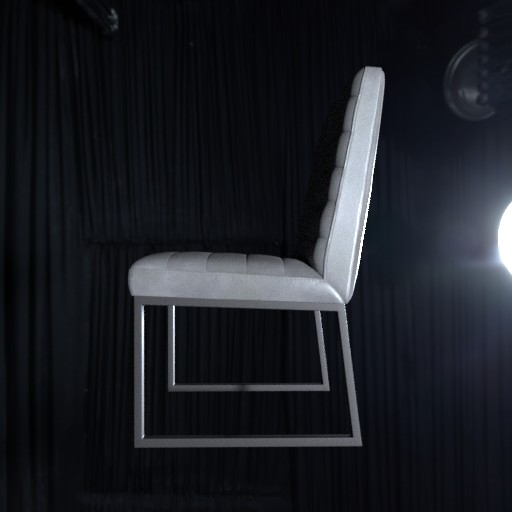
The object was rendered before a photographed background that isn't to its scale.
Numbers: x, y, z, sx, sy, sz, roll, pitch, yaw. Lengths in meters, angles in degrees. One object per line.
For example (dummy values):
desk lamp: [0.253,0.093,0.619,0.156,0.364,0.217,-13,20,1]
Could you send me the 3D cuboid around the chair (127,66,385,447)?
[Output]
chair: [0.000,0.000,1.309,0.634,0.930,0.520,0,0,-1]
